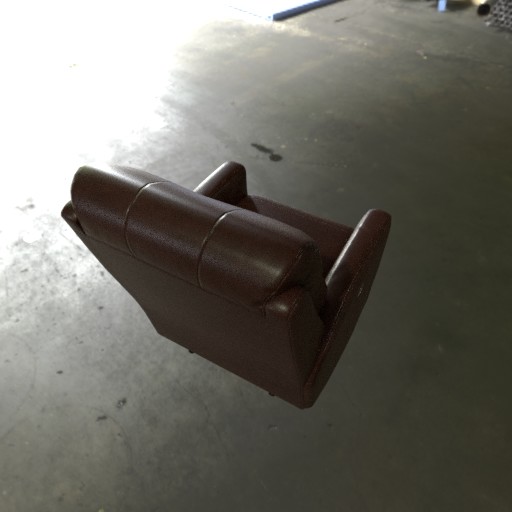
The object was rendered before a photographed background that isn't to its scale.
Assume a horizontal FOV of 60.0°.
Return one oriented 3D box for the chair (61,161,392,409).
[{"bbox_3d":[0.000,0.000,1.653,0.787,1.016,0.939,22,50,20],"label":"chair"}]
